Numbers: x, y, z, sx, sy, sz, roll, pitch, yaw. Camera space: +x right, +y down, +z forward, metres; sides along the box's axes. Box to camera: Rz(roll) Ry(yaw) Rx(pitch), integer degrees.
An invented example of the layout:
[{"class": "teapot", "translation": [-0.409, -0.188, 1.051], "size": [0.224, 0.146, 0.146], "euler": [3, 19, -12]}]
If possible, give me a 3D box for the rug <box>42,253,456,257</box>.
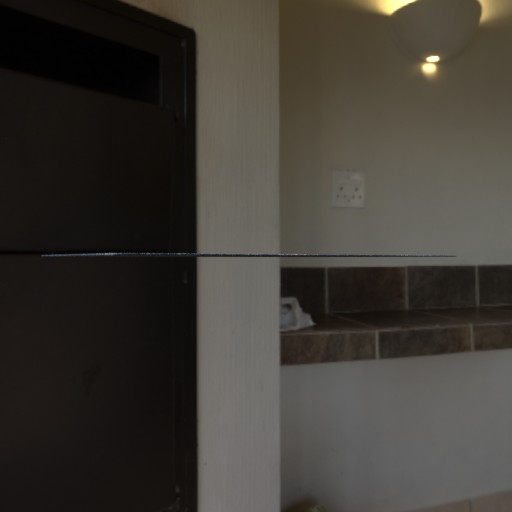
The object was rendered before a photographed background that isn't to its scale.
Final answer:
[{"class": "rug", "translation": [0.000, 0.000, 2.226], "size": [1.795, 0.008, 1.102], "euler": [0, 0, -36]}]
